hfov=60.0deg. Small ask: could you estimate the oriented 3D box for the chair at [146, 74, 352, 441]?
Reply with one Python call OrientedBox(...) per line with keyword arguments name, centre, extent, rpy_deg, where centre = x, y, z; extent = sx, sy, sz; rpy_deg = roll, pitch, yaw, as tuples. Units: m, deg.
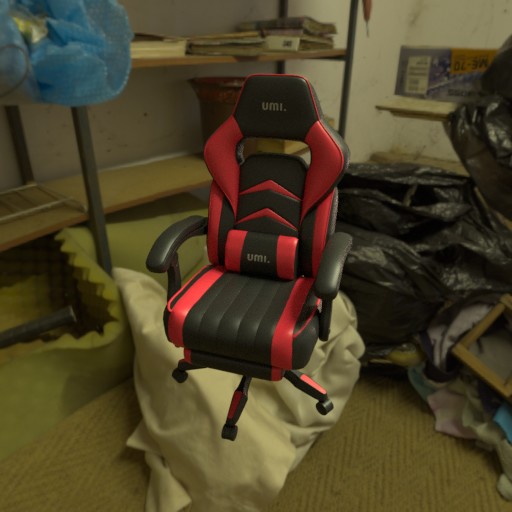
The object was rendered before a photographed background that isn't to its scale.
OrientedBox(name="chair", centre=(0.000, 0.000, 1.662), extent=(0.700, 1.220, 0.700), rpy_deg=(8, 28, 15))
